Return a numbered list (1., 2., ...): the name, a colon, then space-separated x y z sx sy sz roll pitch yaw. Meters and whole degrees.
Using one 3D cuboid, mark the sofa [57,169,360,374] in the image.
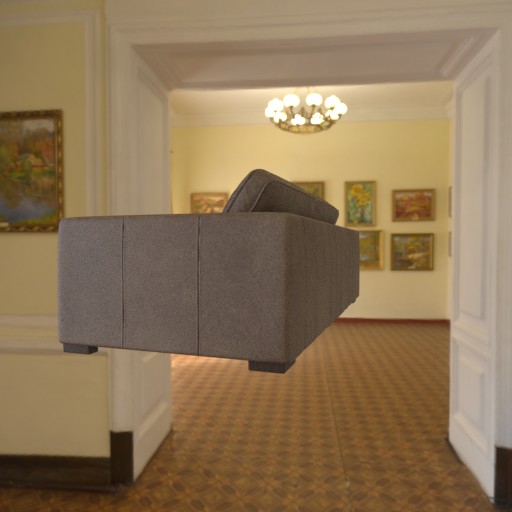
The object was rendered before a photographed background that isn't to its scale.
1. sofa: 0.000 0.000 2.793 1.070 0.801 2.262 1 2 19
